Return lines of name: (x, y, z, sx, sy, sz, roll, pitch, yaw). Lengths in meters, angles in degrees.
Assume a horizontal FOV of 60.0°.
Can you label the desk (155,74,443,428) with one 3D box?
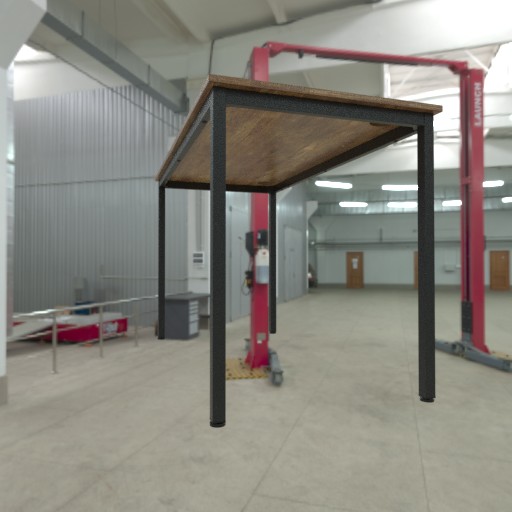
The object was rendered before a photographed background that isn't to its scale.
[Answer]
desk: (0.000, 0.000, 1.587, 0.600, 0.749, 1.200, 0, -1, -18)
